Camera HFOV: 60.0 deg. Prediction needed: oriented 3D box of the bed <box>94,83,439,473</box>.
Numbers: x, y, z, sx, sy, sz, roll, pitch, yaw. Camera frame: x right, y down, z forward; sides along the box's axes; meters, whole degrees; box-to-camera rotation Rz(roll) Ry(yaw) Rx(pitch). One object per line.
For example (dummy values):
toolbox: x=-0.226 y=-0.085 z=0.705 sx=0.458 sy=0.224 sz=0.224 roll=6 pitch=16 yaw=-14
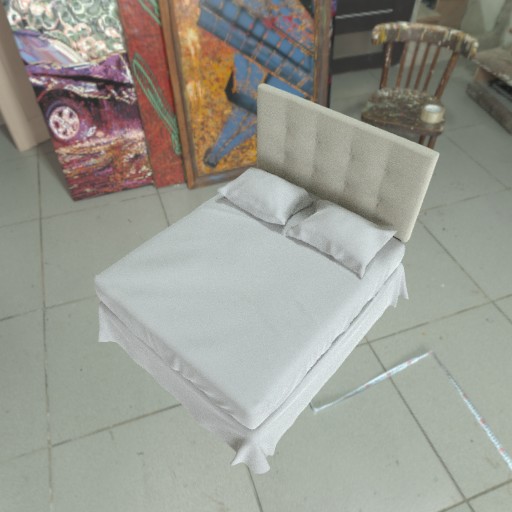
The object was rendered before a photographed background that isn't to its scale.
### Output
bed: x=0.000 y=0.000 z=3.471 sx=1.936 sy=1.577 sz=2.222 roll=32 pitch=55 yaw=27
